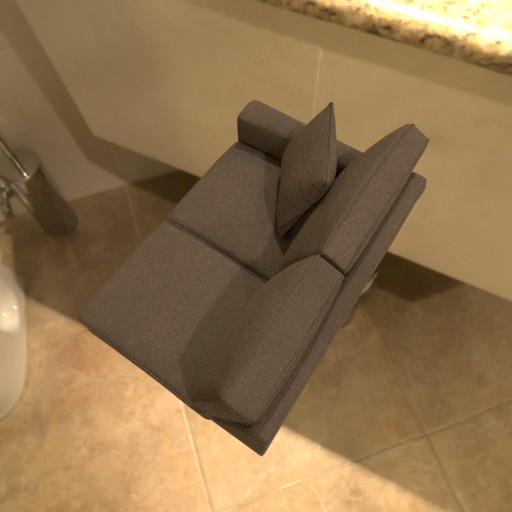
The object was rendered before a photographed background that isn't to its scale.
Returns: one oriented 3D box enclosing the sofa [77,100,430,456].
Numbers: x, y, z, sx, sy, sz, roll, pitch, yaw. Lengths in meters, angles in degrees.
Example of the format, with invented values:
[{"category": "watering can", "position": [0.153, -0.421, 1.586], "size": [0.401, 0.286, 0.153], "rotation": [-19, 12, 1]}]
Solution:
[{"category": "sofa", "position": [0.000, 0.000, 2.036], "size": [0.991, 0.989, 1.388], "rotation": [31, 67, 15]}]
